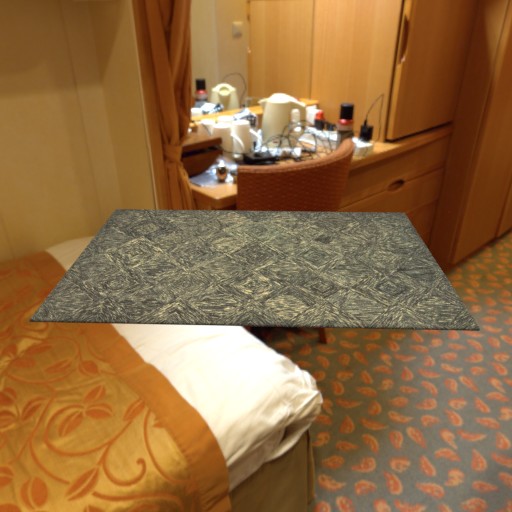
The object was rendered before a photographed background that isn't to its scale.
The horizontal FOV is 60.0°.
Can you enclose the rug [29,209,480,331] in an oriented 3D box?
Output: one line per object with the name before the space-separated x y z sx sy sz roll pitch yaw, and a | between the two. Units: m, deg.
rug | 0.000 0.000 2.932 2.330 0.017 1.478 1 29 2
